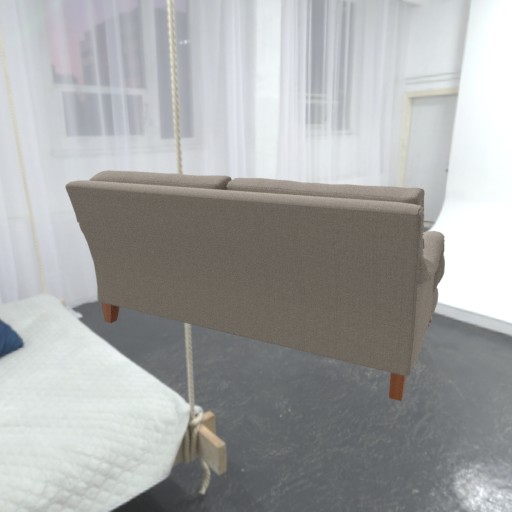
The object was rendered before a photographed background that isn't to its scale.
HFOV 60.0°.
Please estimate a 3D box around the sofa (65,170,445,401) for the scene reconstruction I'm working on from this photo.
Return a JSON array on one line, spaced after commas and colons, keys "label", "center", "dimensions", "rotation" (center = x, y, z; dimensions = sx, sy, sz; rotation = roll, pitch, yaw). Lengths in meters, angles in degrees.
[{"label": "sofa", "center": [0.000, 0.000, 2.820], "dimensions": [2.160, 1.054, 1.087], "rotation": [8, 18, 27]}]
